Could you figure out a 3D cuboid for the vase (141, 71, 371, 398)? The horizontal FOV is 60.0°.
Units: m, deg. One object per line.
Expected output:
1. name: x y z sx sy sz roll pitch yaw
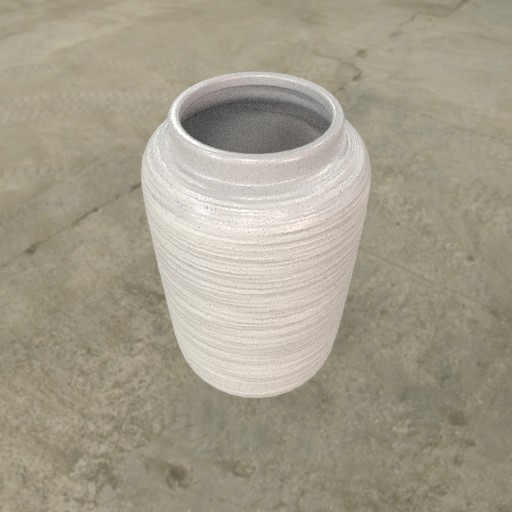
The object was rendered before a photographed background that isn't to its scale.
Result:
1. vase: 0.000 0.000 0.469 0.202 0.335 0.202 0 47 0
